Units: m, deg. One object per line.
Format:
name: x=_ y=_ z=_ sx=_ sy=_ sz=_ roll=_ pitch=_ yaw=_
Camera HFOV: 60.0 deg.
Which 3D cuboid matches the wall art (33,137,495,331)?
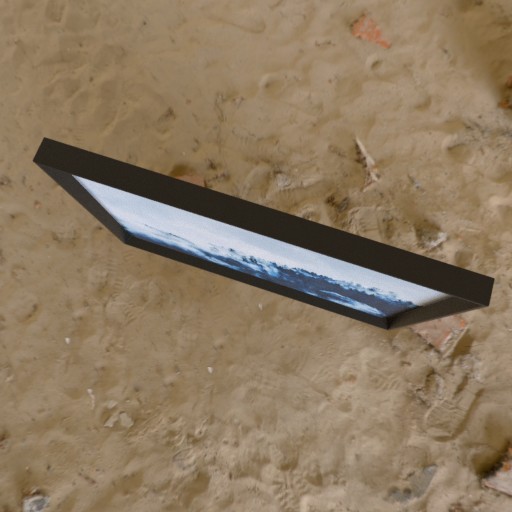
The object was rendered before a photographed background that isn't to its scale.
wall art: x=0.000 y=0.000 z=1.182 sx=0.939 sy=0.640 sz=0.058 roll=18 pitch=77 yaw=4
